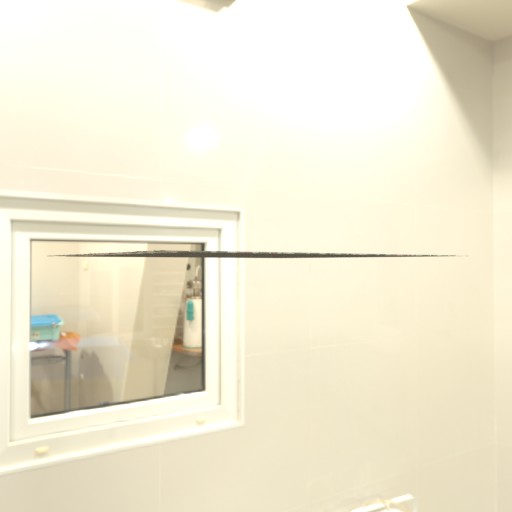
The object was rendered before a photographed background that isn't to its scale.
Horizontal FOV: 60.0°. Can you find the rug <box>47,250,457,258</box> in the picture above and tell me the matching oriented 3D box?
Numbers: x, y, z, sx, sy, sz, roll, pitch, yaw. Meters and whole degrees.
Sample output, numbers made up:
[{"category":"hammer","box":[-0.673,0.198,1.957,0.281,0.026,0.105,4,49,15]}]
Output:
[{"category":"rug","box":[0.000,0.000,4.054,3.048,0.010,2.438,1,-1,-38]}]
